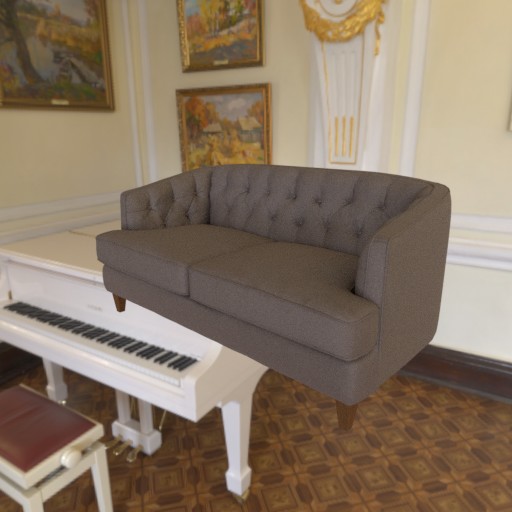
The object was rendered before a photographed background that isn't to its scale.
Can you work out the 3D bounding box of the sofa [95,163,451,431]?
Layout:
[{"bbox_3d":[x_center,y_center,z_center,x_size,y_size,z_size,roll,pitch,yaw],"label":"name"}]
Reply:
[{"bbox_3d":[0.000,0.000,2.283,1.733,0.855,0.941,15,21,42],"label":"sofa"}]
